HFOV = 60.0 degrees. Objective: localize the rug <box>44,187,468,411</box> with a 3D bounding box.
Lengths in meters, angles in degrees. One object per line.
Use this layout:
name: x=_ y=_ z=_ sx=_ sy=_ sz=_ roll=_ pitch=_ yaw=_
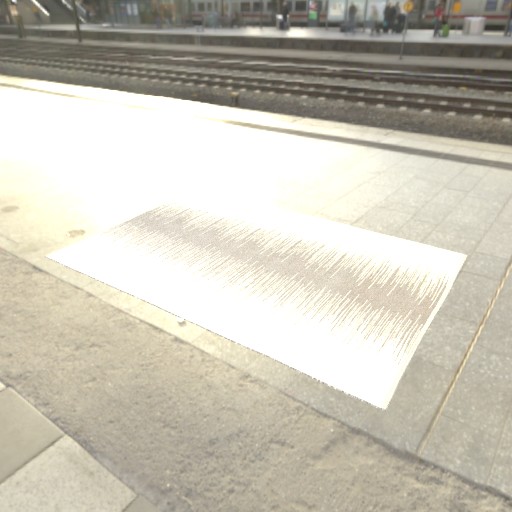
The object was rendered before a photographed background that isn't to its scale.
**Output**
rug: x=0.000 y=0.000 z=2.281 sx=1.815 sy=0.007 sz=1.226 roll=18 pitch=34 yaw=29
